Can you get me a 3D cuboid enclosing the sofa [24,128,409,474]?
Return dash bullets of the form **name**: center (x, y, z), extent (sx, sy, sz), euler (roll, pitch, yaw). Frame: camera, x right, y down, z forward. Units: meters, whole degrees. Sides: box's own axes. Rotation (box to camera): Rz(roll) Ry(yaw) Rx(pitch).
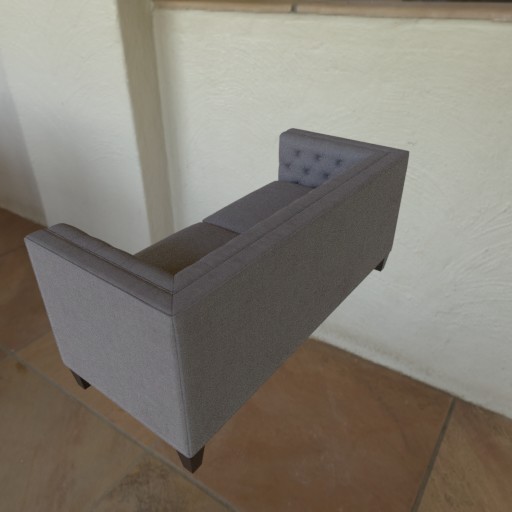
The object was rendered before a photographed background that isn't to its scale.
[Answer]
- **sofa**: center (0.000, 0.000, 2.196), extent (0.775, 0.762, 1.778), euler (21, 37, 31)
